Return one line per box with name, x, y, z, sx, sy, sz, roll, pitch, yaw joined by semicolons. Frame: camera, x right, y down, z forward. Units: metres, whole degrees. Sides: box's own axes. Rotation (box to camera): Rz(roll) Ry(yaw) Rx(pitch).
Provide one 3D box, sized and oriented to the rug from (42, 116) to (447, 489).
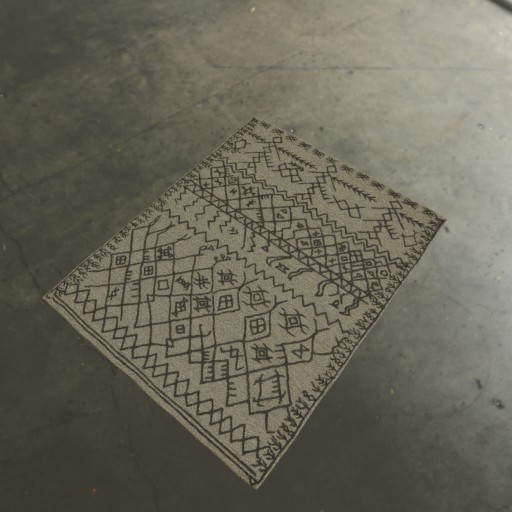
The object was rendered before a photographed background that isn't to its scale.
rug;0.000;0.000;3.328;1.964;0.025;2.455;34;64;19
